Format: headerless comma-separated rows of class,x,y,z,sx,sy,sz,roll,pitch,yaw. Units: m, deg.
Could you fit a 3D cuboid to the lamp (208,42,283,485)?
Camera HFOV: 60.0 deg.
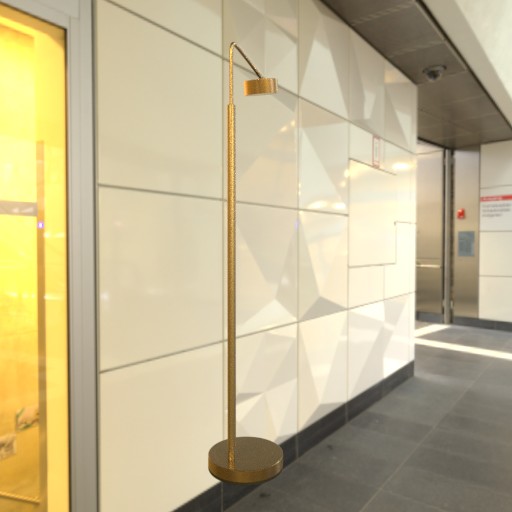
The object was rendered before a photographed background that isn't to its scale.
lamp,0.000,0.000,1.385,0.219,1.230,0.418,0,1,18
